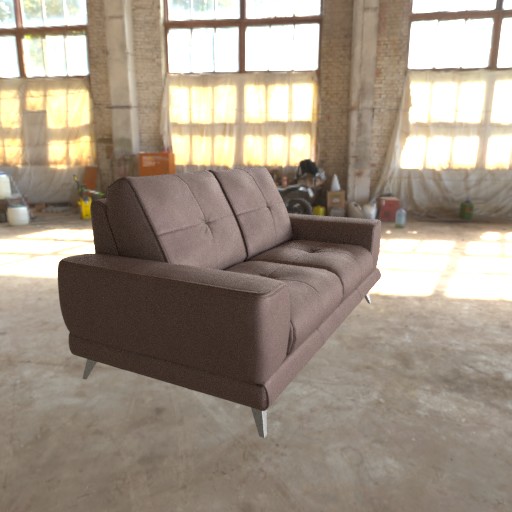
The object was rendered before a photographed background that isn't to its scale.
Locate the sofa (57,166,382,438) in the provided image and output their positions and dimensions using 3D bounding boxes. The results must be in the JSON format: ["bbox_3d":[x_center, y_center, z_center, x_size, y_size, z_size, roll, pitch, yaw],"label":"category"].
[{"bbox_3d":[0.000,0.000,2.411,1.018,0.907,1.806,7,15,27],"label":"sofa"}]
